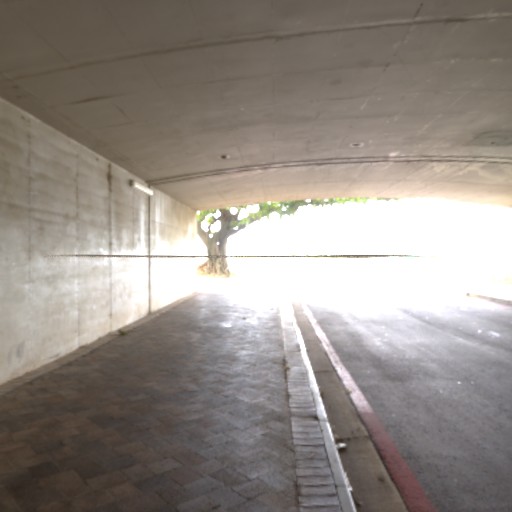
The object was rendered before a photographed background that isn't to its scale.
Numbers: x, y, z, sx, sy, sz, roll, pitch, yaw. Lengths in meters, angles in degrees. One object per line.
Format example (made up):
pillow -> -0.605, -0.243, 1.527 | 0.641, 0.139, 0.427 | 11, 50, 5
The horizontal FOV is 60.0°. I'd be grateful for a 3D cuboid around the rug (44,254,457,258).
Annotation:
rug -> 0.000, 0.000, 4.153 | 3.054, 0.030, 2.430 | 0, 0, 35
